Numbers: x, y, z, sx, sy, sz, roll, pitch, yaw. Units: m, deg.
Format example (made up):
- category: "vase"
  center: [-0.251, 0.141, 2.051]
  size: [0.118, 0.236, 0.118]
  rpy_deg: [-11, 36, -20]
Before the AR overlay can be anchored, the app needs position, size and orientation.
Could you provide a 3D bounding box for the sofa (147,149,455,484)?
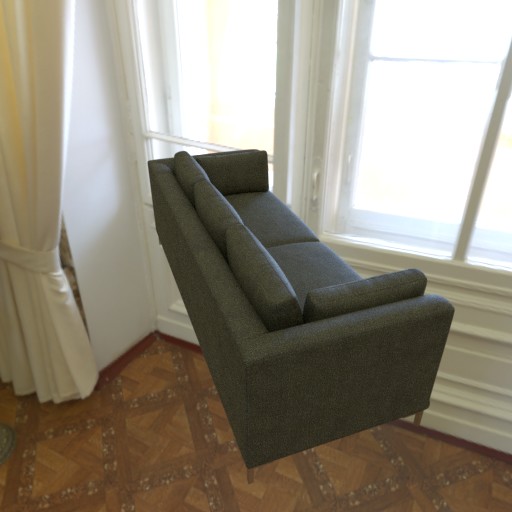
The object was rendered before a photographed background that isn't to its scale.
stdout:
- category: "sofa"
  center: [0.000, 0.000, 2.869]
  size: [0.969, 0.867, 2.415]
  rpy_deg: [-11, 32, -17]
